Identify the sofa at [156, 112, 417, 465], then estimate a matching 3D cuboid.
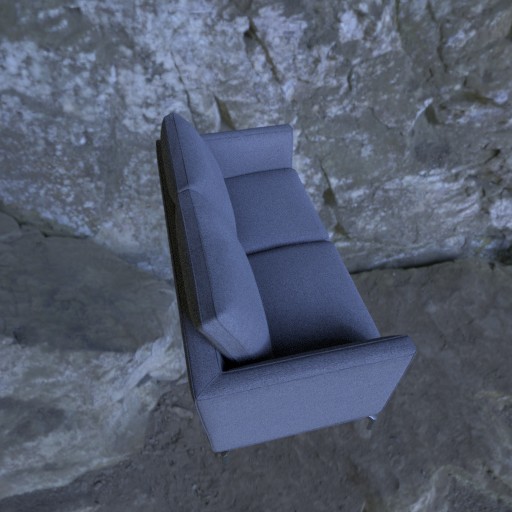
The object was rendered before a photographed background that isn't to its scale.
[{"bbox_3d":[0.000,0.000,2.171,0.803,0.924,1.594,-10,47,-9],"label":"sofa"}]
